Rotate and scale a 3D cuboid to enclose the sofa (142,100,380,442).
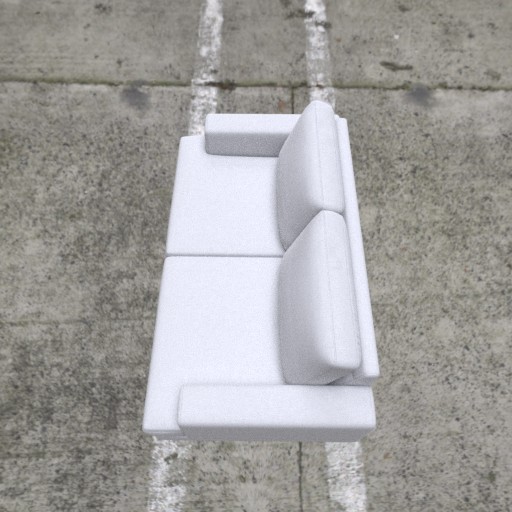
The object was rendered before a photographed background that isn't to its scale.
[{"bbox_3d":[0.000,0.000,2.182,0.920,0.810,1.650,1,60,0],"label":"sofa"}]
